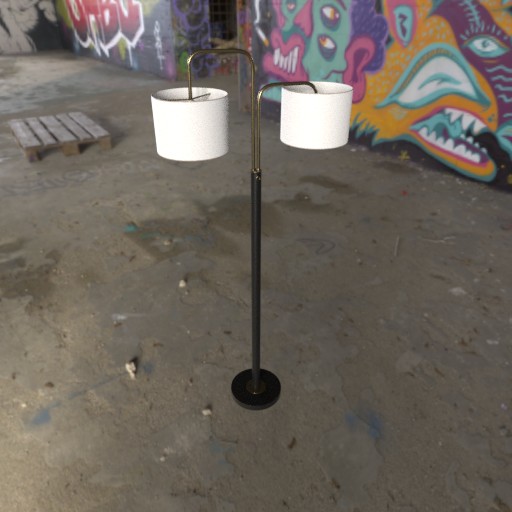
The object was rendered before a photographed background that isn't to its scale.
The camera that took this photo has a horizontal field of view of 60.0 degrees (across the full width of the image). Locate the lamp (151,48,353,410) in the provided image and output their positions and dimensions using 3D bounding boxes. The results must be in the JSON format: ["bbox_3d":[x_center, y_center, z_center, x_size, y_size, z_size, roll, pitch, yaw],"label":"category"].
[{"bbox_3d":[0.000,0.000,1.860,0.711,1.587,0.254,-9,31,-14],"label":"lamp"}]
